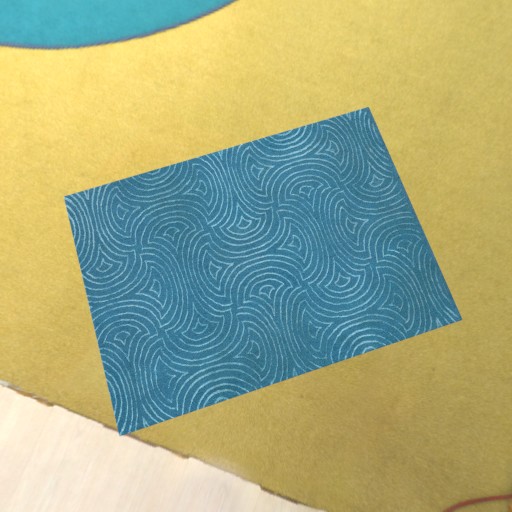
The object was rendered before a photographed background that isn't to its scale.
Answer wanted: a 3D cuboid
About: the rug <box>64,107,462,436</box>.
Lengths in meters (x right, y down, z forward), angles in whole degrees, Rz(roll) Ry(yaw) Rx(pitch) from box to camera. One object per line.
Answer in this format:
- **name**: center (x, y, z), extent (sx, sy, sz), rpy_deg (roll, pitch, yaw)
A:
- **rug**: center (0.000, 0.000, 2.800), extent (2.144, 0.015, 1.543), rpy_deg (-18, 76, -4)
